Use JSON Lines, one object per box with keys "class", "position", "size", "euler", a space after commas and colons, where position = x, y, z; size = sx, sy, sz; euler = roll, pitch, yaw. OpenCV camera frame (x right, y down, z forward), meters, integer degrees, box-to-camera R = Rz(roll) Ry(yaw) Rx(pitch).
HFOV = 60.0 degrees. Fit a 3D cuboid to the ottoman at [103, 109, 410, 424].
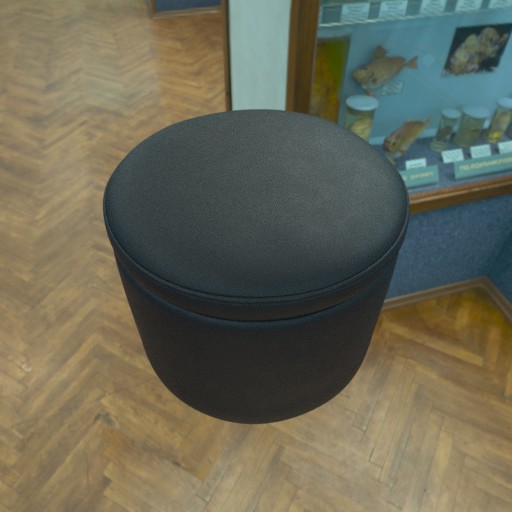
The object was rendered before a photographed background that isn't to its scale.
{"class": "ottoman", "position": [0.000, 0.000, 0.856], "size": [0.501, 0.409, 0.501], "euler": [0, 46, 0]}
